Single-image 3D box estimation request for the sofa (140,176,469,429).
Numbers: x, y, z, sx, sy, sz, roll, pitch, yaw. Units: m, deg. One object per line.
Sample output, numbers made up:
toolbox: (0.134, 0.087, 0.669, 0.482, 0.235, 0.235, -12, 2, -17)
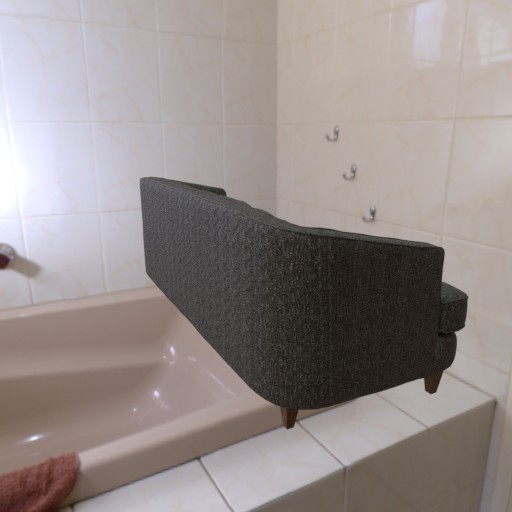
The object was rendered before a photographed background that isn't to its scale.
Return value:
sofa: (0.000, 0.000, 2.650, 0.941, 0.855, 2.278, -8, 17, -26)
